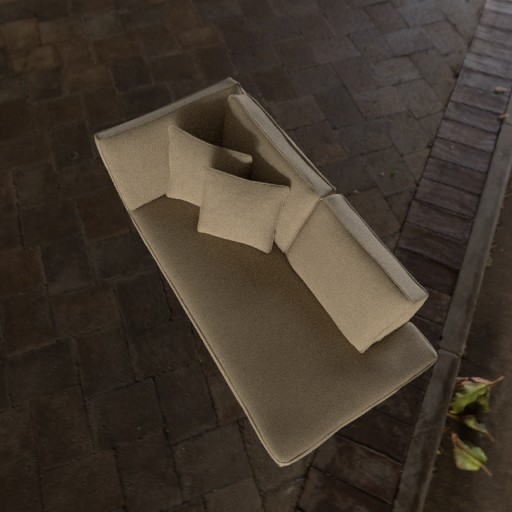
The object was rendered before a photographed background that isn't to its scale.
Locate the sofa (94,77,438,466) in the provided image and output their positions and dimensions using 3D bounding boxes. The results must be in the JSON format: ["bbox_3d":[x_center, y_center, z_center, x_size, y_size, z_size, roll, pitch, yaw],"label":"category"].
[{"bbox_3d":[0.000,0.000,2.811,1.110,1.033,2.237,-30,67,-14],"label":"sofa"}]
